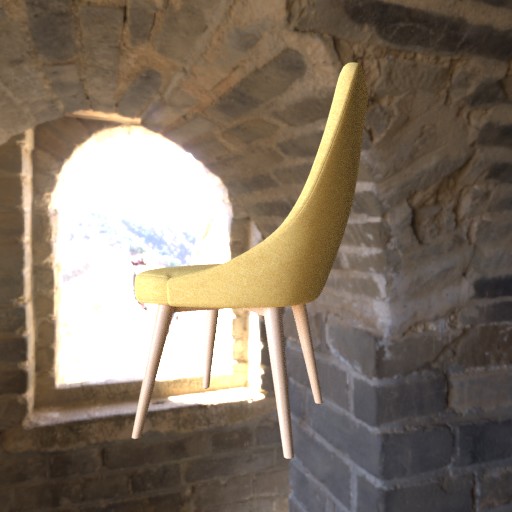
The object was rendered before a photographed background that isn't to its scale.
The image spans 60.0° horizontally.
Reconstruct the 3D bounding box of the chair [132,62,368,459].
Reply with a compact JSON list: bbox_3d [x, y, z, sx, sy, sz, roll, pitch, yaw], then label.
[{"bbox_3d":[0.000,0.000,1.384,0.660,1.040,0.510,0,2,19],"label":"chair"}]
